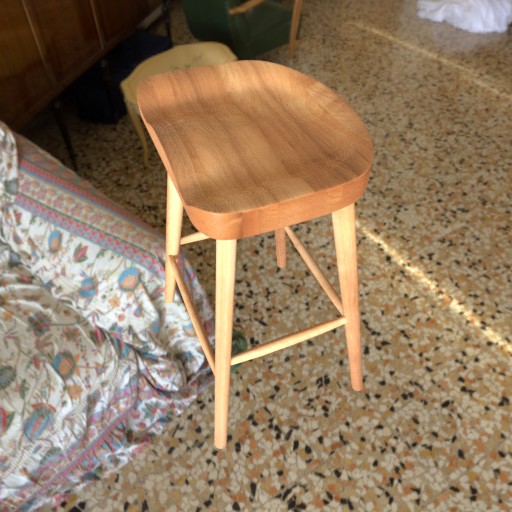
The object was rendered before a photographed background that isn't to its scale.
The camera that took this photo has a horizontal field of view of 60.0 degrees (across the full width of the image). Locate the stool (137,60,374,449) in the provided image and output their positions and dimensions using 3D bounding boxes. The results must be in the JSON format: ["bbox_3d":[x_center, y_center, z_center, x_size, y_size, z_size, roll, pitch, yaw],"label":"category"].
[{"bbox_3d":[0.000,0.000,0.892,0.361,0.615,0.440,-17,49,-15],"label":"stool"}]
